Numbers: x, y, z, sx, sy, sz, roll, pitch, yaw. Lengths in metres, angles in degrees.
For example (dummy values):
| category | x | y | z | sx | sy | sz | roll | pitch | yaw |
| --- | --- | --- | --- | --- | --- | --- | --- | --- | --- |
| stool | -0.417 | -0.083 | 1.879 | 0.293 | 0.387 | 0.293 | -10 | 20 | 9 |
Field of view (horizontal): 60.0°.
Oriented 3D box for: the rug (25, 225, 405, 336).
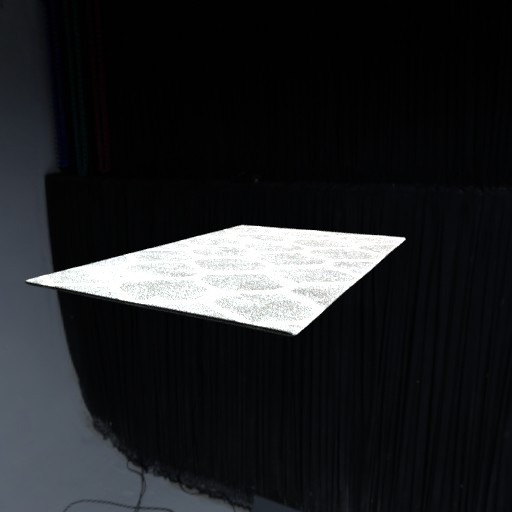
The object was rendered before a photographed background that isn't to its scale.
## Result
| category | x | y | z | sx | sy | sz | roll | pitch | yaw |
| --- | --- | --- | --- | --- | --- | --- | --- | --- | --- |
| rug | 0.000 | 0.000 | 3.468 | 1.801 | 0.026 | 2.701 | 6 | 14 | 27 |
